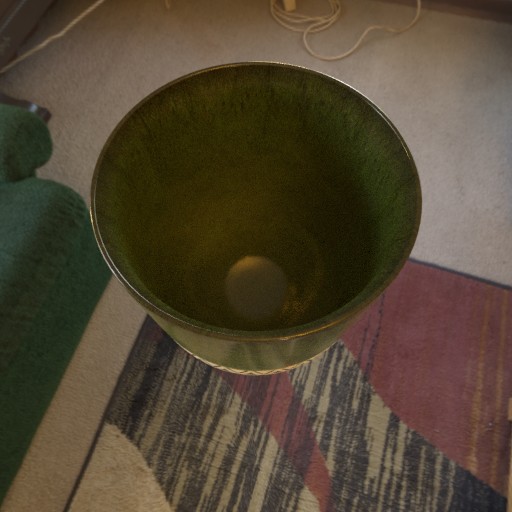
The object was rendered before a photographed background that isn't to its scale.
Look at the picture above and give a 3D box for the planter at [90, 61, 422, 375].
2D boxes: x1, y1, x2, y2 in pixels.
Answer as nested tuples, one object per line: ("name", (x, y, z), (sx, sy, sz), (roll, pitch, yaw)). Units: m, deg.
("planter", (0.000, 0.000, 0.451), (0.245, 0.270, 0.245), (0, 65, 0))
